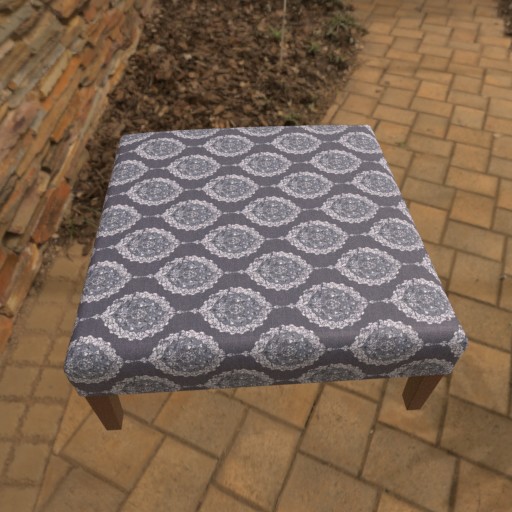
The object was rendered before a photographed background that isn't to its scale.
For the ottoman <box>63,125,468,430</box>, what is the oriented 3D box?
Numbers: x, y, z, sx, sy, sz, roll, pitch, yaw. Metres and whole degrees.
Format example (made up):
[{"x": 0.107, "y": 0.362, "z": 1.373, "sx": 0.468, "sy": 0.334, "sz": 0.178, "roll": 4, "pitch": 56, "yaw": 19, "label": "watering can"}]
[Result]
[{"x": 0.000, "y": 0.000, "z": 1.366, "sx": 0.890, "sy": 0.409, "sz": 0.889, "roll": -3, "pitch": 48, "yaw": -3, "label": "ottoman"}]
